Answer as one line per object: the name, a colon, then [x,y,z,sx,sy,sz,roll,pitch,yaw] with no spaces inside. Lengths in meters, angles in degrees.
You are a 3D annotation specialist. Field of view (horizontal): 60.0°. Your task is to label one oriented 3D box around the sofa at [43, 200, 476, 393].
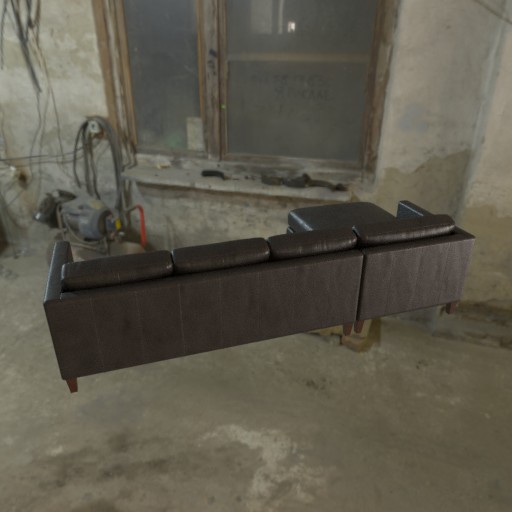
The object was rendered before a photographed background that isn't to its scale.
sofa: [0.000,0.000,3.897,3.203,0.883,1.581,-8,28,-16]
